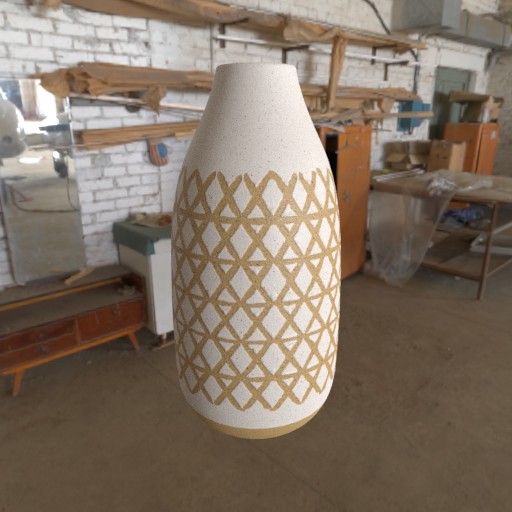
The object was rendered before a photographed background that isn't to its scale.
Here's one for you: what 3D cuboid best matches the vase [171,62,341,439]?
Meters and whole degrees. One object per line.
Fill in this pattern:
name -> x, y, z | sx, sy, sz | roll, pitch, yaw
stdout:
vase -> 0.000, 0.000, 0.481 | 0.186, 0.380, 0.186 | 0, 18, 0
